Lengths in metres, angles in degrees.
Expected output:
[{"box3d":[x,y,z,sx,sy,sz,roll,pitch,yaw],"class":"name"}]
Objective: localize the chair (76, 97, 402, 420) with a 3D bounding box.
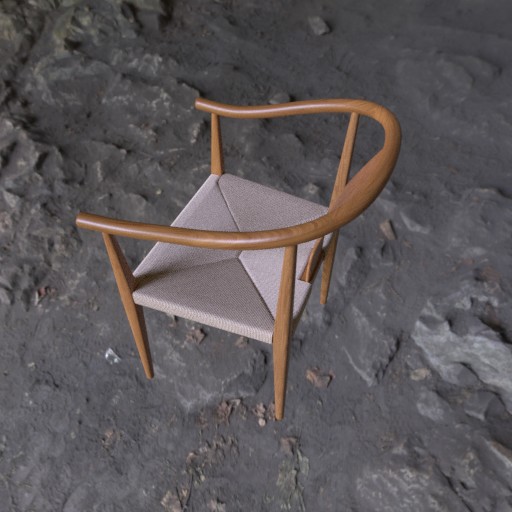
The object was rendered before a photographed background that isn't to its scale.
[{"box3d":[0.000,0.000,1.195,0.579,0.800,0.556,17,49,15],"class":"chair"}]
